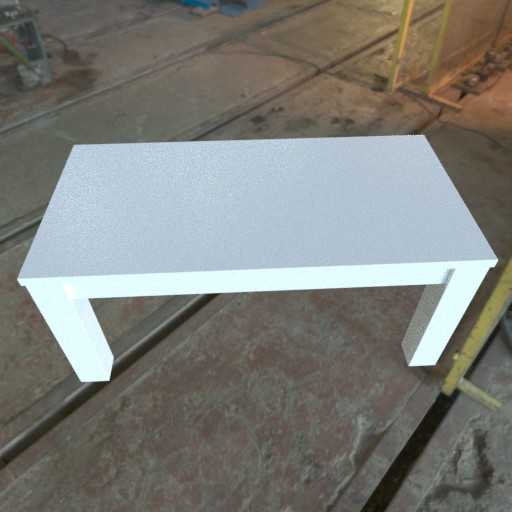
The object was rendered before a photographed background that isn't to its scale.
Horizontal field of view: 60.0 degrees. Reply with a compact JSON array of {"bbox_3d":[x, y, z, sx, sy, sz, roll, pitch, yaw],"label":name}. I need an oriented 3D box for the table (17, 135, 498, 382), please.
[{"bbox_3d":[0.000,0.000,2.249,1.800,0.790,0.900,-2,46,-2],"label":"table"}]
